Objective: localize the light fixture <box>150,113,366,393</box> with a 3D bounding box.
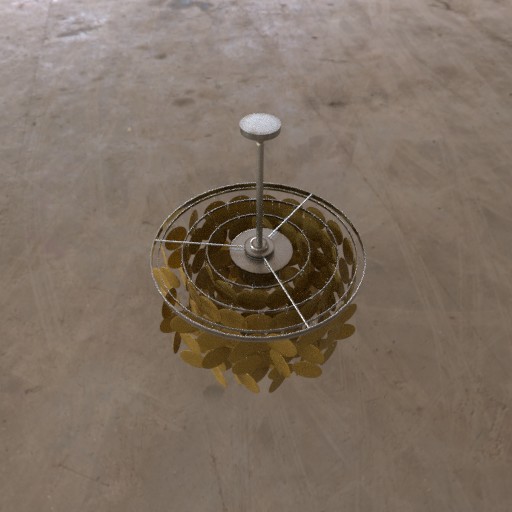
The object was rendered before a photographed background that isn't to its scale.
[{"bbox_3d":[0.000,0.000,0.748,0.368,0.492,0.368,0,46,0],"label":"light fixture"}]
